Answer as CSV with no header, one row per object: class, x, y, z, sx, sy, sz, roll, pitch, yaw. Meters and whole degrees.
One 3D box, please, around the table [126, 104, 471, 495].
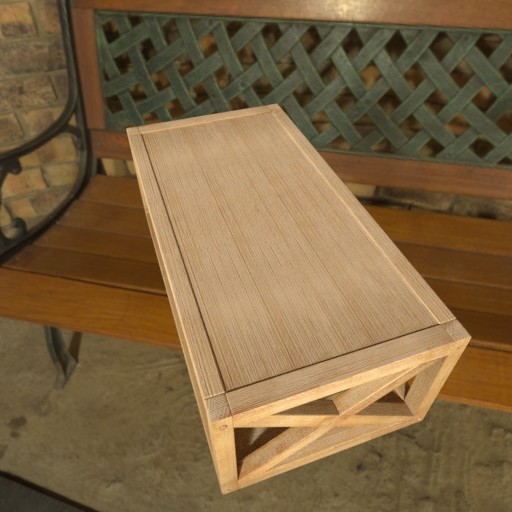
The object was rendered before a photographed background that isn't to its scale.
table,0.000,0.000,1.602,0.660,0.457,1.321,-14,47,-14
